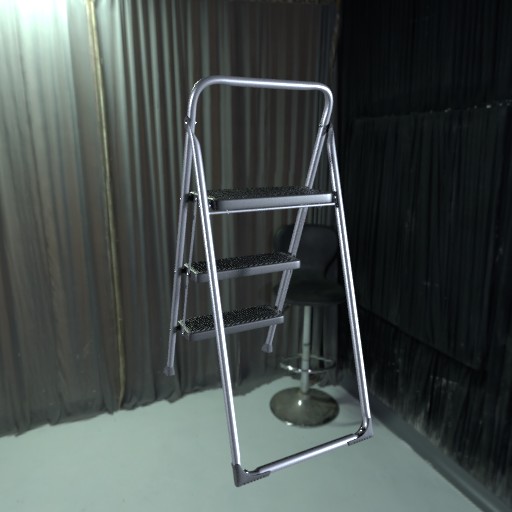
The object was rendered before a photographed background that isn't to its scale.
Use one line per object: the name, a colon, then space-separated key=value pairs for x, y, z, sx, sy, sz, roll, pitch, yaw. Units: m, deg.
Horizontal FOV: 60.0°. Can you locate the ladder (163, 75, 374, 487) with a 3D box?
ladder: x=0.000 y=0.000 z=1.286 sx=0.430 sy=0.945 sz=0.629 roll=-7 pitch=16 yaw=-26
